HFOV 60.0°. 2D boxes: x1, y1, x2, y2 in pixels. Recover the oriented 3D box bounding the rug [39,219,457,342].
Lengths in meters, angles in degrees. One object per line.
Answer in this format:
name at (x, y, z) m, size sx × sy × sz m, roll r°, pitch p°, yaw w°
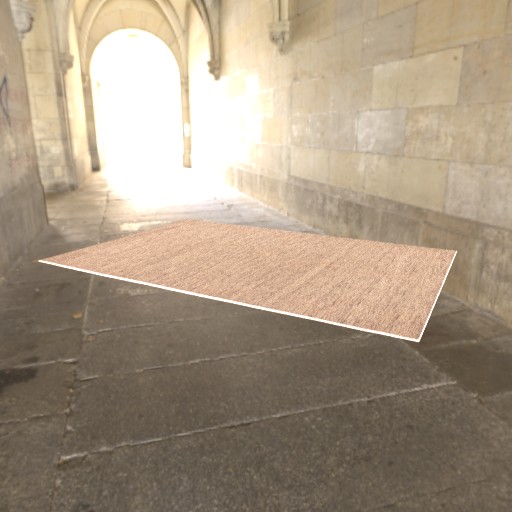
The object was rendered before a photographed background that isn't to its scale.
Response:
rug at (0.000, 0.000, 2.338) m, size 1.840 × 0.013 × 1.225 m, roll 9°, pitch 18°, yaw 27°
